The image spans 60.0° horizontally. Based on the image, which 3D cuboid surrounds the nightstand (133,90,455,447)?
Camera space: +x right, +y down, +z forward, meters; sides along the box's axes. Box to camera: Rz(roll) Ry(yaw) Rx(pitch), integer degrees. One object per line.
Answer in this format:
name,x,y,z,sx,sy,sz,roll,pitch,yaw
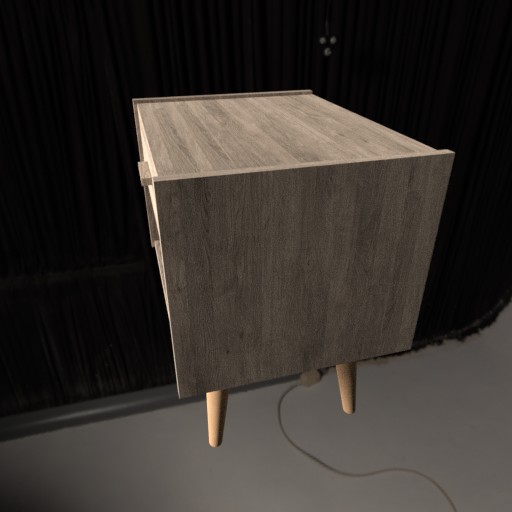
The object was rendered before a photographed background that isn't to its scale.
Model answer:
nightstand,0.000,0.000,0.832,0.380,0.500,0.480,-8,31,-14
